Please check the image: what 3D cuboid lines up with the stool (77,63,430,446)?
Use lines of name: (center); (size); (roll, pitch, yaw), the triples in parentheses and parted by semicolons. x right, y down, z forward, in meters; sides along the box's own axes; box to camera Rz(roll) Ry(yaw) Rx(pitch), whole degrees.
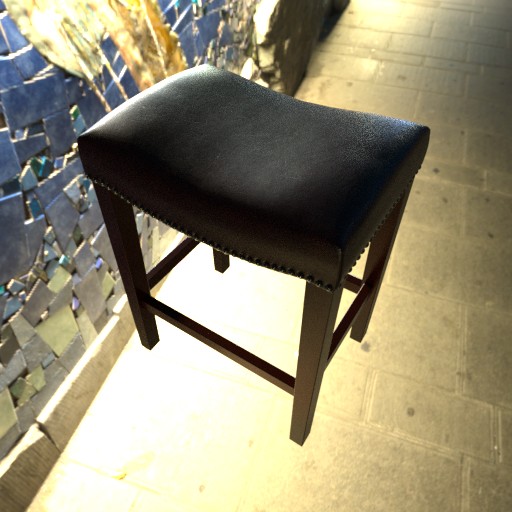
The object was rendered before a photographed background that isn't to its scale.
stool: (0.000, 0.000, 0.968); (0.504, 0.657, 0.372); (25, 51, 22)
